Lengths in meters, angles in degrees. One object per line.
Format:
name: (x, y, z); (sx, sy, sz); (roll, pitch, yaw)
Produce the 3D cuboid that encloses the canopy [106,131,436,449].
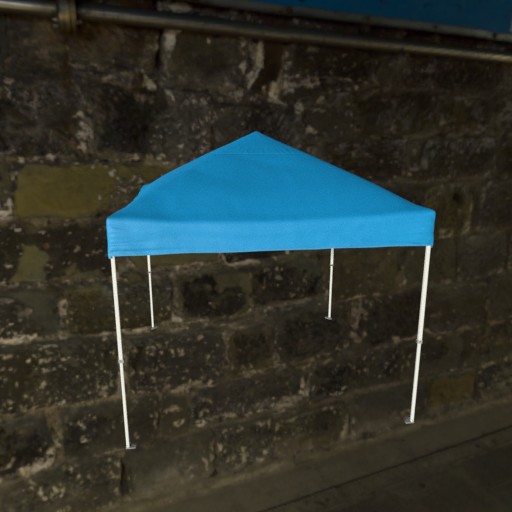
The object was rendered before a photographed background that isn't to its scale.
canopy: (0.000, 0.000, 5.536); (2.998, 2.997, 2.996); (-2, 14, -8)
